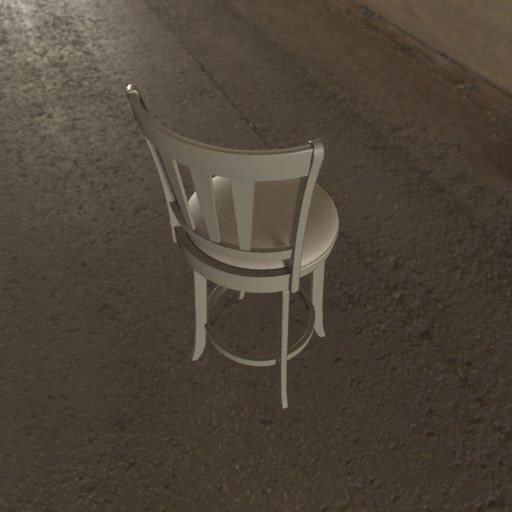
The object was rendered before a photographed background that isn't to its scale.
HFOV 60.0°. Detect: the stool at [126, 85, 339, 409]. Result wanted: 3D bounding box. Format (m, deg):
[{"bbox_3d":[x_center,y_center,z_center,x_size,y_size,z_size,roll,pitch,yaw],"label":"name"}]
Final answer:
[{"bbox_3d":[0.000,0.000,1.282,0.436,1.042,0.475,22,50,20],"label":"stool"}]
